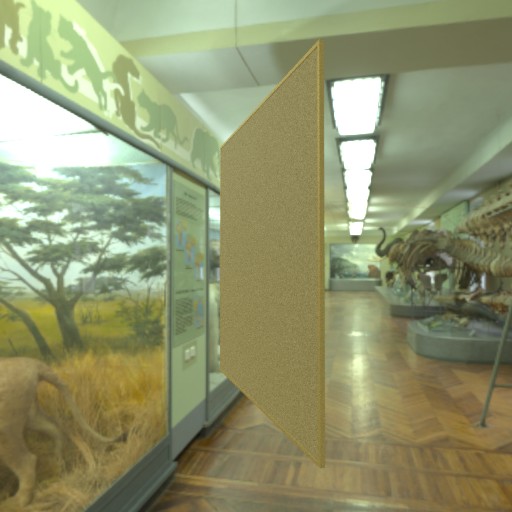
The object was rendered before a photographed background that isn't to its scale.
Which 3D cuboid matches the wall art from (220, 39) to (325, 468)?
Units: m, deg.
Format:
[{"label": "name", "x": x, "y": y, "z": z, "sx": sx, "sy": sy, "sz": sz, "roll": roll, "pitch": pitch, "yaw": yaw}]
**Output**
[{"label": "wall art", "x": 0.000, "y": 0.000, "z": 1.450, "sx": 0.013, "sy": 0.959, "sz": 0.962, "roll": 0, "pitch": -1, "yaw": -18}]
